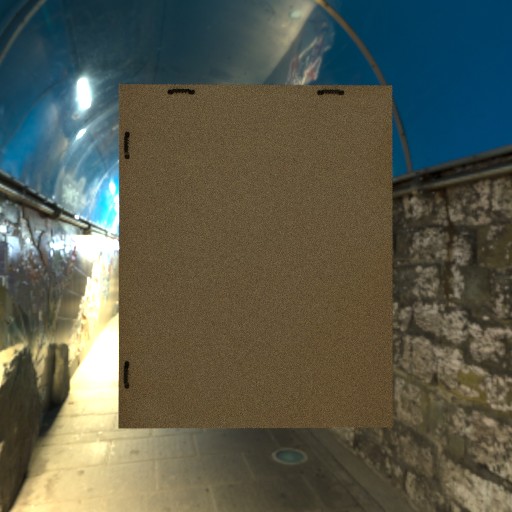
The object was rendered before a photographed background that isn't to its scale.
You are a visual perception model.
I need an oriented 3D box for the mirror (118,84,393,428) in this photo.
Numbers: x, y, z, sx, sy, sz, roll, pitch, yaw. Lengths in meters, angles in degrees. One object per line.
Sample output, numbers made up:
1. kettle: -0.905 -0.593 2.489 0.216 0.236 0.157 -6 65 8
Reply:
1. mirror: 0.000 0.000 0.670 0.405 0.508 0.041 0 0 -1
